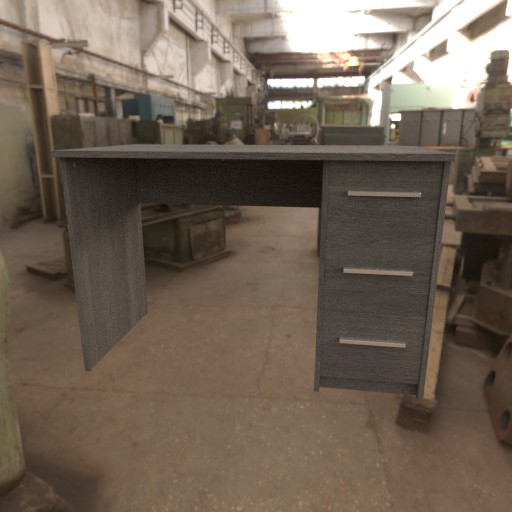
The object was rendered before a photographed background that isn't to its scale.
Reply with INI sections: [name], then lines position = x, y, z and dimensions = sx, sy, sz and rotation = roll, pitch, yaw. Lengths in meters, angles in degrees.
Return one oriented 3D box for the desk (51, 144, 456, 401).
[desk]
position = 0.000, 0.000, 1.551
dimensions = 1.097, 0.735, 0.560
rotation = 3, 16, 9
